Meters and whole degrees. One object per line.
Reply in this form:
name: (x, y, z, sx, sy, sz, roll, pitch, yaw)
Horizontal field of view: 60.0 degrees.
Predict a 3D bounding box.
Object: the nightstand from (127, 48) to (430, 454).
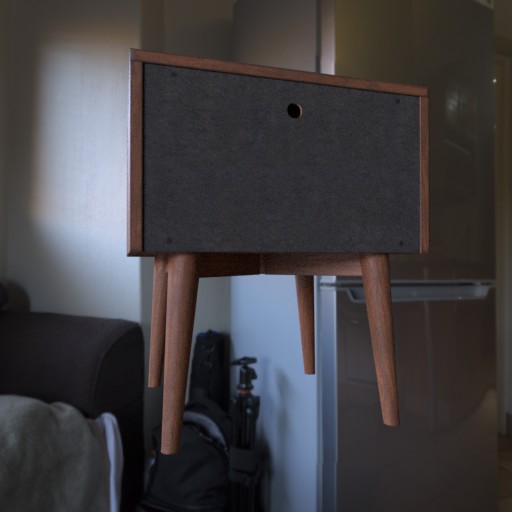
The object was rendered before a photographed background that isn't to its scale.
nightstand: (0.000, 0.000, 0.935, 0.521, 0.607, 0.445, 0, 0, -17)
